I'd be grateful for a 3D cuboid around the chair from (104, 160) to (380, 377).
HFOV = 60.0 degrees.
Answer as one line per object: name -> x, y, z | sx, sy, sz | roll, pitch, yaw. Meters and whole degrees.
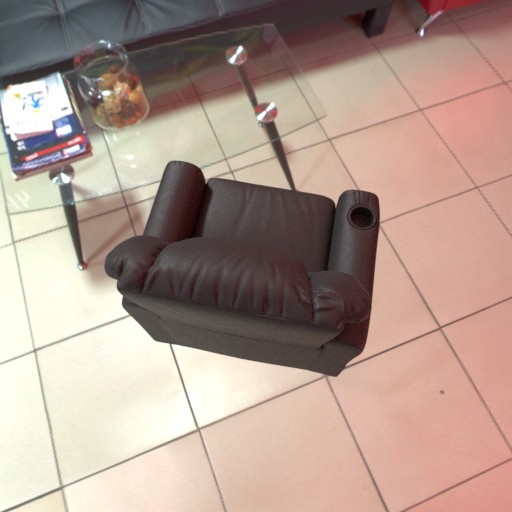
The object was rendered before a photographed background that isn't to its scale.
chair -> 0.000, 0.000, 1.136 | 0.610, 0.709, 0.521 | 10, 65, 5
